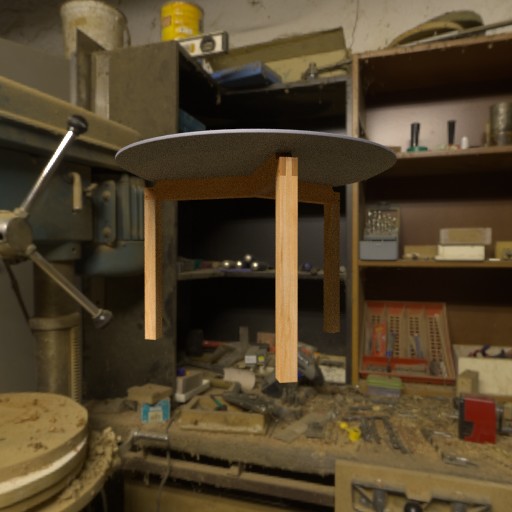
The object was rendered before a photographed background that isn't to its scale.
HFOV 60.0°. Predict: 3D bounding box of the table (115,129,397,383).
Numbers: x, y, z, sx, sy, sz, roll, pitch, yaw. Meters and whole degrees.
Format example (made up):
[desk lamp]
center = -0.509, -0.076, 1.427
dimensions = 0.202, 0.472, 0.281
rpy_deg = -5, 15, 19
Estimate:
[table]
center = 0.000, 0.000, 0.994
dimensions = 0.600, 0.405, 0.600
rpy_deg = 0, 1, 0
